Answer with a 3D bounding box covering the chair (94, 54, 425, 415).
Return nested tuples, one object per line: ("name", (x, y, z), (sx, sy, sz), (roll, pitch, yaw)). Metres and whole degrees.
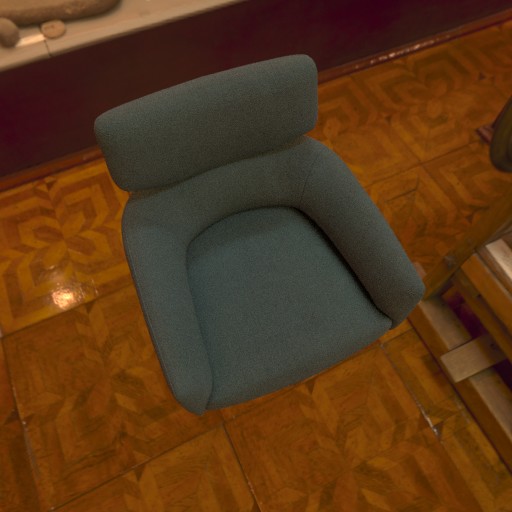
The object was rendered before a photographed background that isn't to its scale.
("chair", (0.000, 0.000, 1.372), (0.738, 0.813, 0.761), (-21, 65, -11))
